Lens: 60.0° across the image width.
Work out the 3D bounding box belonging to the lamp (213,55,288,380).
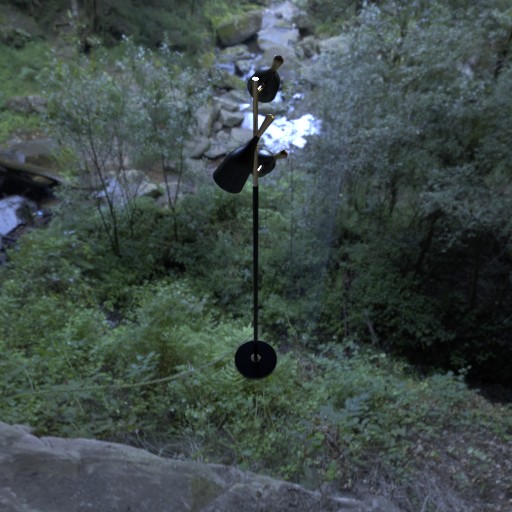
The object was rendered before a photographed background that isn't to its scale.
[{"bbox_3d":[0.000,0.000,1.993,0.253,1.778,0.434,17,48,15],"label":"lamp"}]
